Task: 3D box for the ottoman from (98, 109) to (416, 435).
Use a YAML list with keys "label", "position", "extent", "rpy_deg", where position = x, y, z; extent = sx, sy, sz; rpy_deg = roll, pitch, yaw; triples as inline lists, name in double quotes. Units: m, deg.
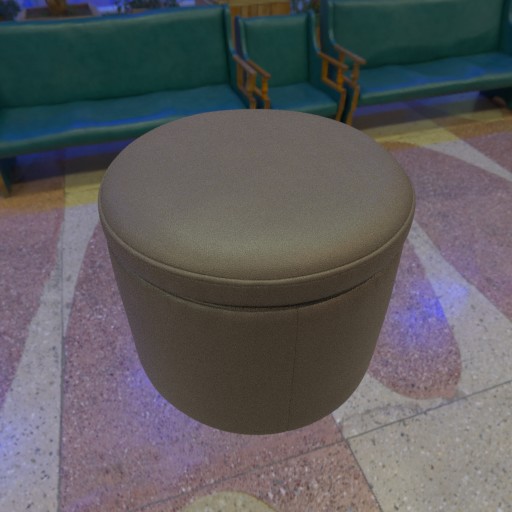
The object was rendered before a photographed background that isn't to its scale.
- label: "ottoman"
  position: [0.000, 0.000, 0.823]
  extent: [0.500, 0.409, 0.500]
  rpy_deg: [0, 41, 0]
